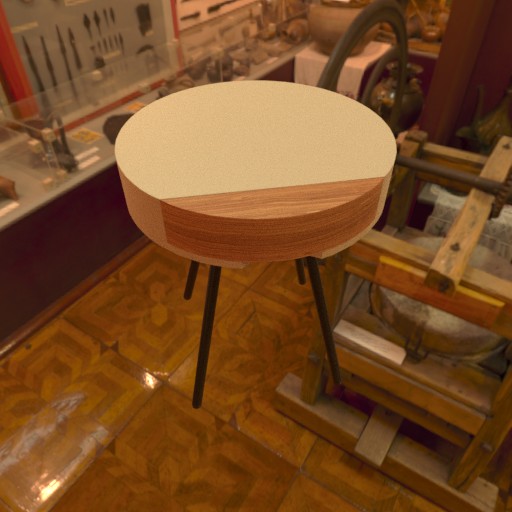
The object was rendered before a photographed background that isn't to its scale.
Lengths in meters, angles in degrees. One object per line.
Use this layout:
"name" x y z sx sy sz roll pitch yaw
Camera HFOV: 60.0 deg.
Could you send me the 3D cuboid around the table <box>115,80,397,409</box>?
"table" 0.000 0.000 0.876 0.450 0.525 0.450 0 43 0
